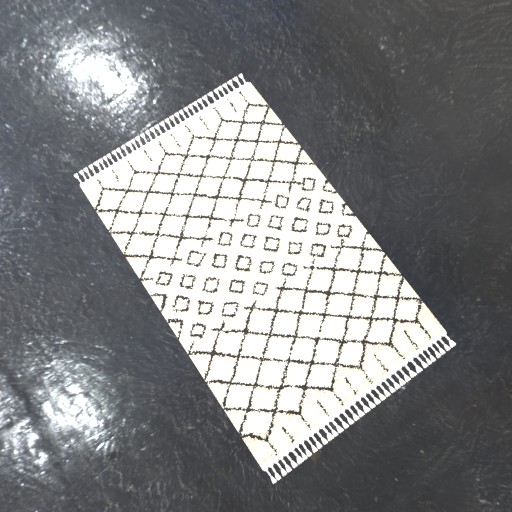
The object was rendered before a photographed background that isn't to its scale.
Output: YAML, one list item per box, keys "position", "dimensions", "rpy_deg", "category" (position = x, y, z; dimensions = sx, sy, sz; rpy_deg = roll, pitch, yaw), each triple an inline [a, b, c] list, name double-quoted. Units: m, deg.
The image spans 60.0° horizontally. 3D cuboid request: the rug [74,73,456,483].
- position: [0.000, 0.000, 2.463]
  dimensions: [1.196, 0.008, 2.006]
  rpy_deg: [-34, 79, -8]
  category: "rug"
